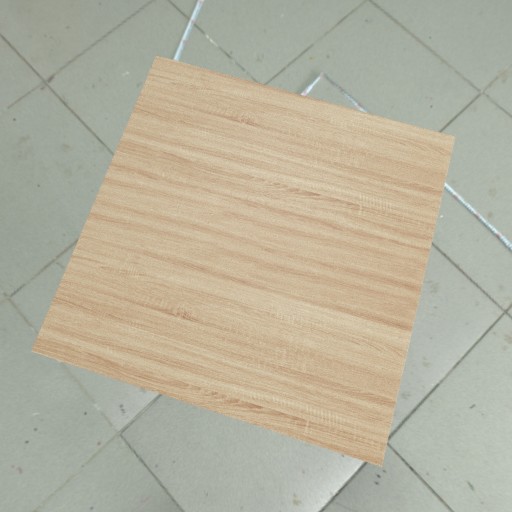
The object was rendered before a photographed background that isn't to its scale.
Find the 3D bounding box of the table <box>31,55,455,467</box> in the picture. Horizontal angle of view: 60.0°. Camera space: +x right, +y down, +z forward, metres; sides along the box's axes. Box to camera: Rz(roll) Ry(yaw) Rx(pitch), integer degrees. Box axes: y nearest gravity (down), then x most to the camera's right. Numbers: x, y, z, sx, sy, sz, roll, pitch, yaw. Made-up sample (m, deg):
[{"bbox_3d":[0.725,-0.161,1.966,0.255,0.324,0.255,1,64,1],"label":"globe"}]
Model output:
[{"bbox_3d":[0.000,0.000,1.026,0.670,0.305,0.670,17,77,4],"label":"table"}]
